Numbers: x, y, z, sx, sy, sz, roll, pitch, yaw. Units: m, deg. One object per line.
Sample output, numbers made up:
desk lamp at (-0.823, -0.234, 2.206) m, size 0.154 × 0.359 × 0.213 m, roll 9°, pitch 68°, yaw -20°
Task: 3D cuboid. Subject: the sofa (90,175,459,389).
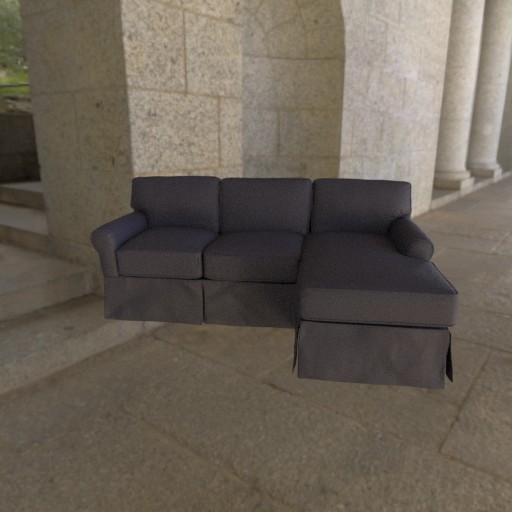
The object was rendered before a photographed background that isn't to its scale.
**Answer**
sofa at (0.000, 0.000, 3.286) m, size 2.518 × 1.039 × 1.637 m, roll 2°, pitch 16°, yaw 8°
